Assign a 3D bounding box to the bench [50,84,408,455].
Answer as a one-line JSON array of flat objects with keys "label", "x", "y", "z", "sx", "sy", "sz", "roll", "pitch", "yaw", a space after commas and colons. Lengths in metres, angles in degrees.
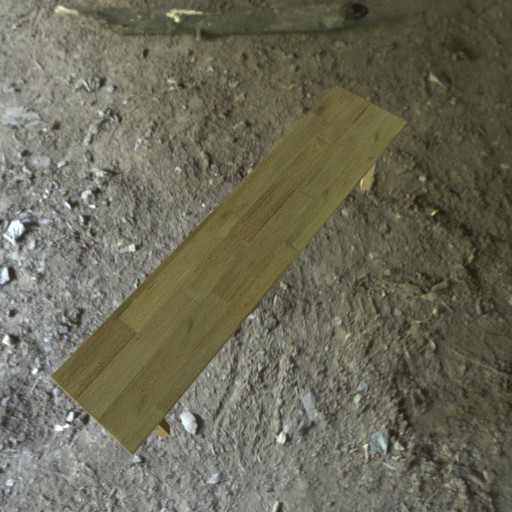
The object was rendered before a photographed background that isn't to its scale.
[{"label": "bench", "x": 0.000, "y": 0.000, "z": 1.886, "sx": 0.378, "sy": 0.431, "sz": 1.698, "roll": 35, "pitch": 68, "yaw": 16}]
